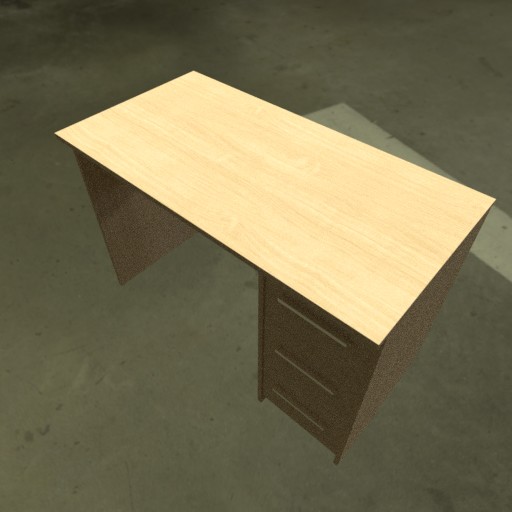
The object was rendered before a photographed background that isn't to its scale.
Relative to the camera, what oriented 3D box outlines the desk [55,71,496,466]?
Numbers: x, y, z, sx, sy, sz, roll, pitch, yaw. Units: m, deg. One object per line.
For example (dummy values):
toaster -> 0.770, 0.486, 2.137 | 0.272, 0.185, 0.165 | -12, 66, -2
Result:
desk -> 0.000, 0.000, 1.472 | 1.097, 0.735, 0.560 | 33, 55, 27
